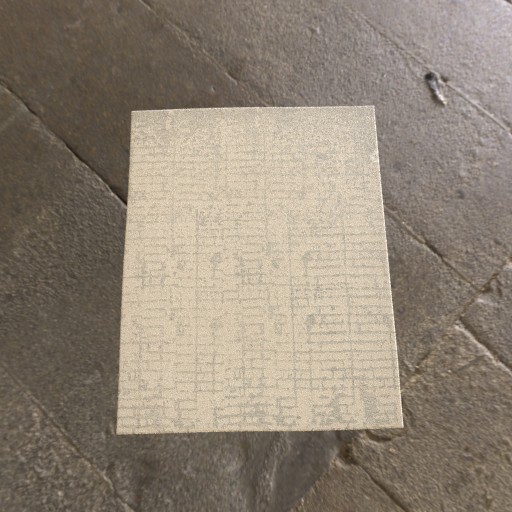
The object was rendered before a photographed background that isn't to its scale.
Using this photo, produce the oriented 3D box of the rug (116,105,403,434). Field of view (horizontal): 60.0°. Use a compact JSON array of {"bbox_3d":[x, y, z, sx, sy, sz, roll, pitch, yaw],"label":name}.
[{"bbox_3d":[0.000,0.000,4.104,2.447,0.014,3.061,-1,77,0],"label":"rug"}]
